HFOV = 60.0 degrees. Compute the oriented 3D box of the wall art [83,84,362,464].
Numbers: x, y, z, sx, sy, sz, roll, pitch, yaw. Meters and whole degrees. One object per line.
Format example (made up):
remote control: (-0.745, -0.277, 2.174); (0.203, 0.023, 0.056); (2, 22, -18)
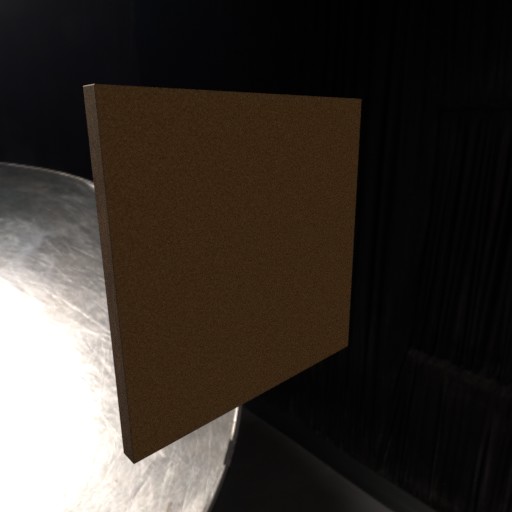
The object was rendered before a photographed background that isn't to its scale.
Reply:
wall art: (0.000, 0.000, 0.876); (0.611, 0.608, 0.042); (-15, 22, -41)
